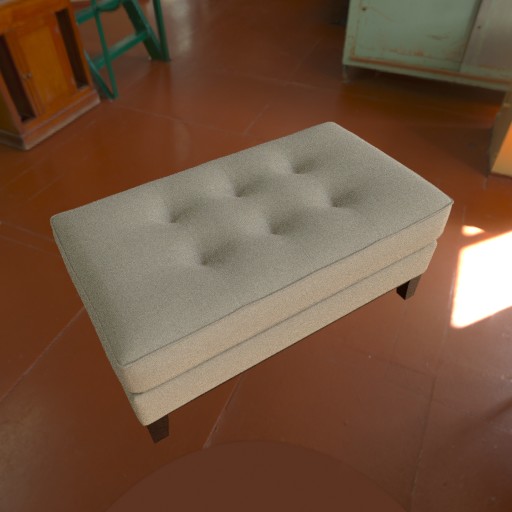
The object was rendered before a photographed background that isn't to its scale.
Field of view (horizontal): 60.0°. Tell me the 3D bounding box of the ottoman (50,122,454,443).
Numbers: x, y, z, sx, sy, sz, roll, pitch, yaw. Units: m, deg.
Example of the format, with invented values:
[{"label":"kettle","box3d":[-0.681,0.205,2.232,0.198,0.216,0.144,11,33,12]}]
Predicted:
[{"label":"ottoman","box3d":[0.000,0.000,1.534,1.143,0.508,0.648,-24,50,-22]}]
